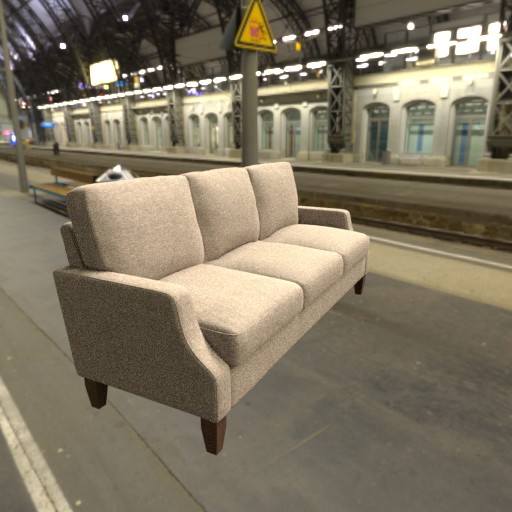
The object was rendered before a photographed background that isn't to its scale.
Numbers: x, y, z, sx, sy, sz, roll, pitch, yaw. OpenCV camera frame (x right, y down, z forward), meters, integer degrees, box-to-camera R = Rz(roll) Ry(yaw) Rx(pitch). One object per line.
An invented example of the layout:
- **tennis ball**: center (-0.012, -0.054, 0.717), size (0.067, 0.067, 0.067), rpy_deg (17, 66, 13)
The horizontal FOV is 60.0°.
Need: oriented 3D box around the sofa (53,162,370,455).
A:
- **sofa**: center (0.000, 0.000, 2.597), size (0.888, 0.984, 2.115), rpy_deg (8, 17, 27)
